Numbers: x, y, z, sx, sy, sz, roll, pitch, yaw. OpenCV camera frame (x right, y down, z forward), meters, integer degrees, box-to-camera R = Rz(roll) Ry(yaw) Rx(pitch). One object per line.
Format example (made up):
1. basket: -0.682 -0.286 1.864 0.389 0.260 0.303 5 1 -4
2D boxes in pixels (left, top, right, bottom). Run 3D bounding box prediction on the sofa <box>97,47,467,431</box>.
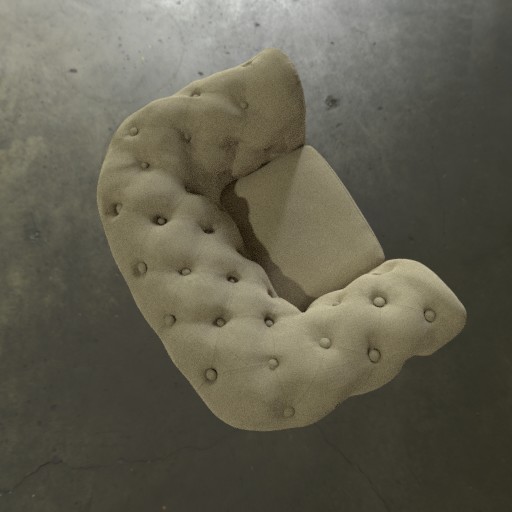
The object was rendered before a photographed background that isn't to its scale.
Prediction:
1. sofa: 0.000 0.000 2.001 1.034 0.878 1.405 -30 78 -7
